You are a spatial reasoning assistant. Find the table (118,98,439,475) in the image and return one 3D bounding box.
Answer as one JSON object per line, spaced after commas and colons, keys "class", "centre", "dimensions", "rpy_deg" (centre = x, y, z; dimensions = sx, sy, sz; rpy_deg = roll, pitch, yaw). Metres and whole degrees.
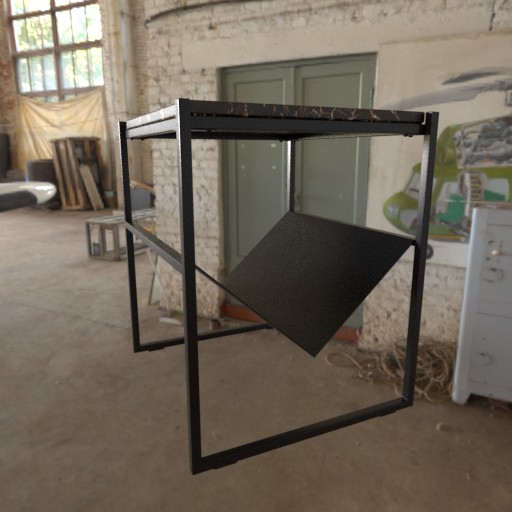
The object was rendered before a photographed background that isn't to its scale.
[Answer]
{"class": "table", "centre": [0.000, 0.000, 0.890], "dimensions": [0.432, 0.534, 0.469], "rpy_deg": [-6, 14, -25]}
